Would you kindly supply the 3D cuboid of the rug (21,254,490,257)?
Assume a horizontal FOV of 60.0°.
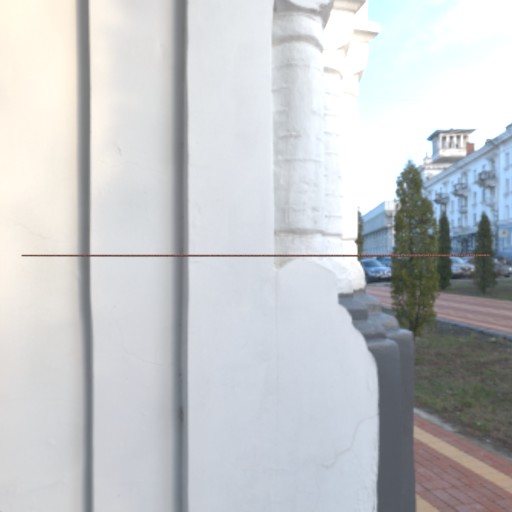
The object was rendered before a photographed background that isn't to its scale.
[{"bbox_3d":[0.000,0.000,4.216,3.197,0.013,2.381,0,0,1],"label":"rug"}]
